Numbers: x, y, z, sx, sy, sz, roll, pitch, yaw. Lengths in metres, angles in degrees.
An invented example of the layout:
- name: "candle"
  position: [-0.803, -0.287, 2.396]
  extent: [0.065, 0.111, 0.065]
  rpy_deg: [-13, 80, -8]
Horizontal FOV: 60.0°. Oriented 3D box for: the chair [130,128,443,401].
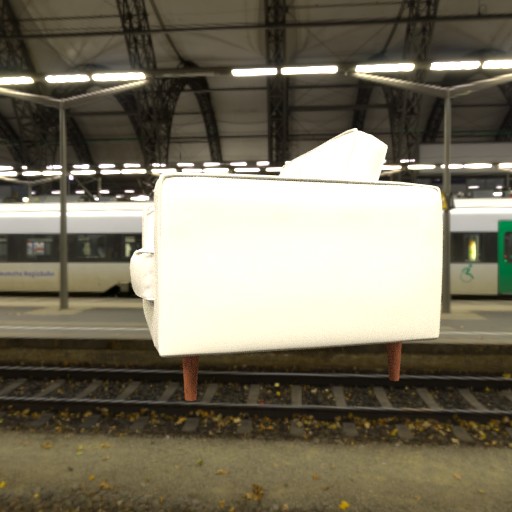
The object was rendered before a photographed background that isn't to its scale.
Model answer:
- name: "chair"
  position: [0.000, 0.000, 1.548]
  extent: [0.843, 0.773, 0.928]
  rpy_deg: [0, 1, -17]
